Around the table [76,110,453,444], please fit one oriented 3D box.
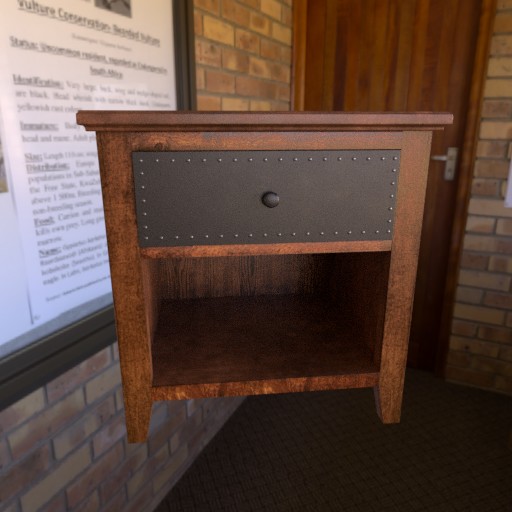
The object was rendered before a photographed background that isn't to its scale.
[{"bbox_3d":[0.000,0.000,0.978,0.586,0.597,0.461,-2,17,-6],"label":"table"}]
